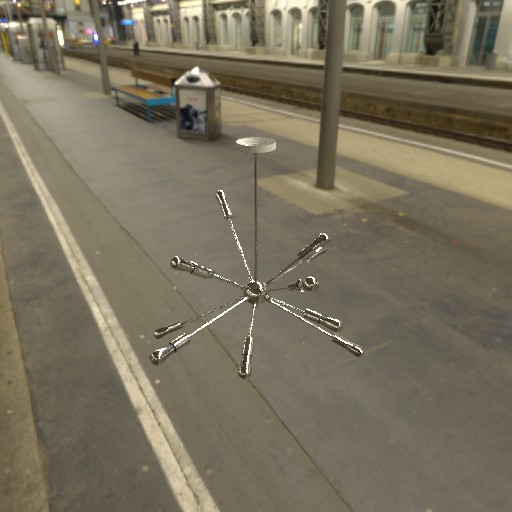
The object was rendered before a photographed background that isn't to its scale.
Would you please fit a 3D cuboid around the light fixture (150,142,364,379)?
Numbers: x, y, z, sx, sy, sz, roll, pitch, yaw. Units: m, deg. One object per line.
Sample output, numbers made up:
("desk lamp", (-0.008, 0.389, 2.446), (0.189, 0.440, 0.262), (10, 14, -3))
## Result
("light fixture", (0.000, 0.000, 1.091), (0.509, 0.558, 0.684), (19, 32, 34))
